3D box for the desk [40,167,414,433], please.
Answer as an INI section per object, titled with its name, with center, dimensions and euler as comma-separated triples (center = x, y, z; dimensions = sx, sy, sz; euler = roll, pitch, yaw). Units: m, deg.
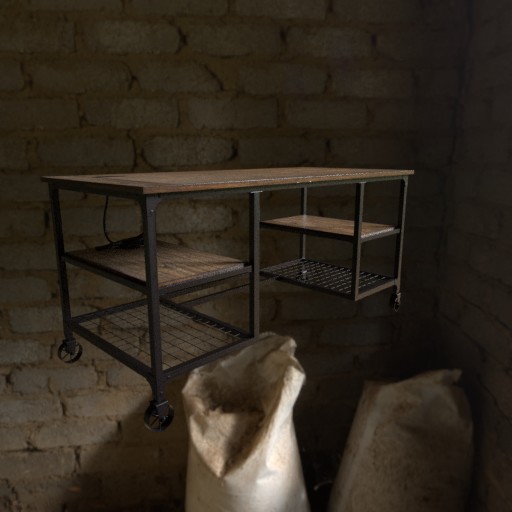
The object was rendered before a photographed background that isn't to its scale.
[desk]
center = 0.000, 0.000, 2.030
dimensions = 0.711, 0.751, 1.590
euler = 13, 18, 43
